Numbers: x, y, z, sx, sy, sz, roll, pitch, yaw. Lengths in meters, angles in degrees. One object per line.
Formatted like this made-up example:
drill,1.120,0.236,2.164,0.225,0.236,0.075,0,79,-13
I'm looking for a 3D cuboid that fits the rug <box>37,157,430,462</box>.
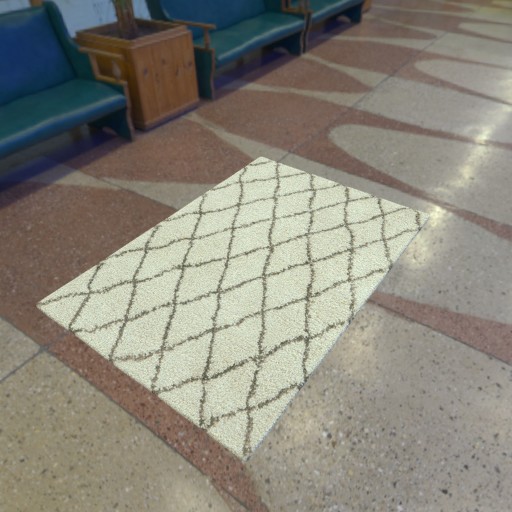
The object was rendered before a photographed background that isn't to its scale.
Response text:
rug,0.000,0.000,2.314,1.219,0.030,1.778,25,46,27
